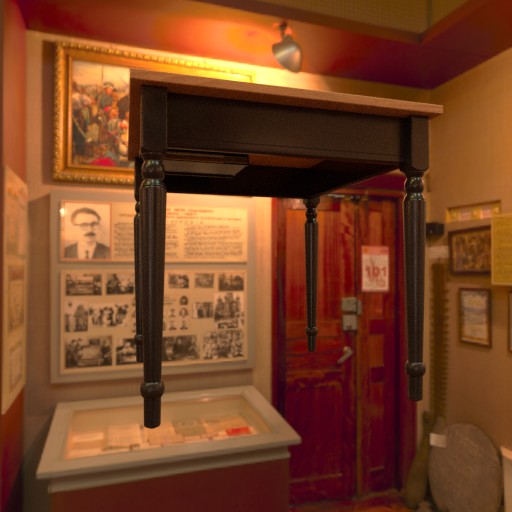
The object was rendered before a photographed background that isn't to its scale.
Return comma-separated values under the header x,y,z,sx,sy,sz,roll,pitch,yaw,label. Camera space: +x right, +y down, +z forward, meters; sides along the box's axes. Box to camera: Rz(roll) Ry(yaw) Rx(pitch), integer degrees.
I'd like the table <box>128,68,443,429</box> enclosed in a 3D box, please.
x,y,z,sx,sy,sz,roll,pitch,yaw,label
0.000,0.000,1.344,0.747,0.738,0.747,0,-1,-16,table
